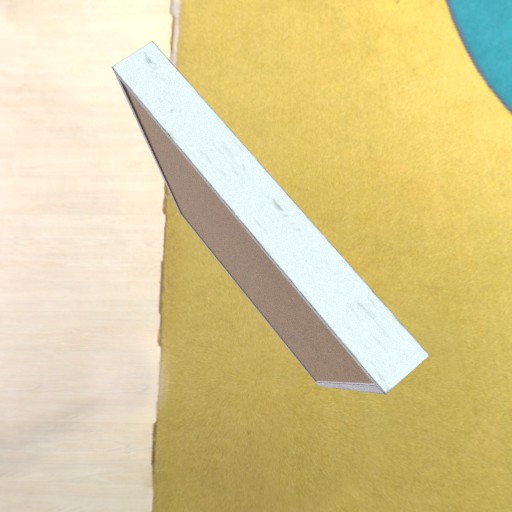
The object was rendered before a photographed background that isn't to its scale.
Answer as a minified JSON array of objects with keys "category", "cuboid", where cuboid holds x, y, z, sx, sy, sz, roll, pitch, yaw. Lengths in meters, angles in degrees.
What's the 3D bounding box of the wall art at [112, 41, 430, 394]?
[{"category":"wall art","cuboid":[0.000,0.000,0.456,0.038,0.305,0.305,-38,78,-10]}]
